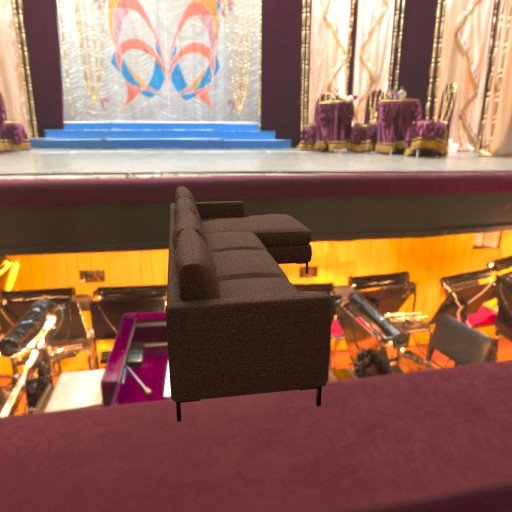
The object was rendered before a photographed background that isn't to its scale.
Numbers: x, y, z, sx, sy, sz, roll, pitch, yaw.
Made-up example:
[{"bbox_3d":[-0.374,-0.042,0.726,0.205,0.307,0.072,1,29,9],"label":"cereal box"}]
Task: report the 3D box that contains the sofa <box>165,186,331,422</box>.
[{"bbox_3d":[0.000,0.000,3.859,1.483,0.892,3.221,-3,17,-10],"label":"sofa"}]
